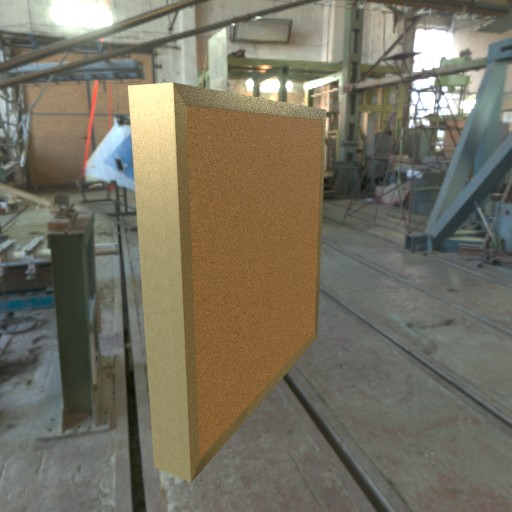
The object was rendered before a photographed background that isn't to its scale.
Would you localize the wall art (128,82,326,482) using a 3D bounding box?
[{"bbox_3d":[0.000,0.000,0.460,0.038,0.305,0.304,7,17,26],"label":"wall art"}]
